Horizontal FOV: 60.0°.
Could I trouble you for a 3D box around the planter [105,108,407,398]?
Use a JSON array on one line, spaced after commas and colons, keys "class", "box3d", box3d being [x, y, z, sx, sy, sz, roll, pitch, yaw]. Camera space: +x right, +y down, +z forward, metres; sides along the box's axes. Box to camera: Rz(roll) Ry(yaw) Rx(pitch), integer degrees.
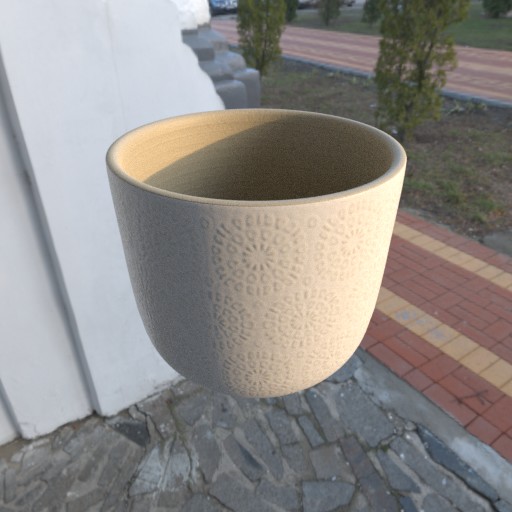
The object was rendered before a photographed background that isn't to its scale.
[{"class": "planter", "box3d": [0.000, 0.000, 0.367, 0.208, 0.190, 0.208, 0, 32, 0]}]
